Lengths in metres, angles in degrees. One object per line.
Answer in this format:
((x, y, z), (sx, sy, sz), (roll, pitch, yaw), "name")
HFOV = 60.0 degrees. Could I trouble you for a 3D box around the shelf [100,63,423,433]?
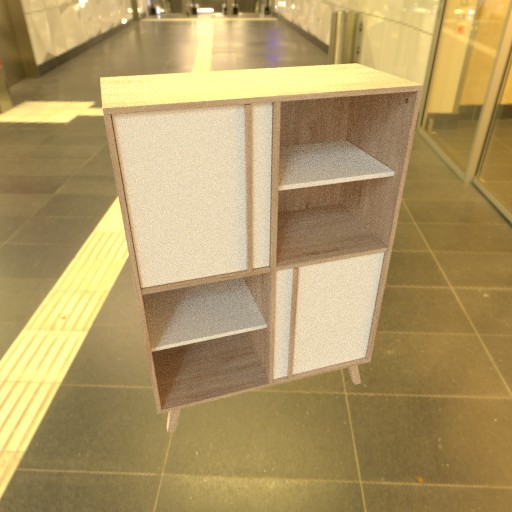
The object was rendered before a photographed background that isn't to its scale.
((0.000, 0.000, 1.862), (1.000, 1.390, 0.450), (-9, 33, -15), "shelf")
